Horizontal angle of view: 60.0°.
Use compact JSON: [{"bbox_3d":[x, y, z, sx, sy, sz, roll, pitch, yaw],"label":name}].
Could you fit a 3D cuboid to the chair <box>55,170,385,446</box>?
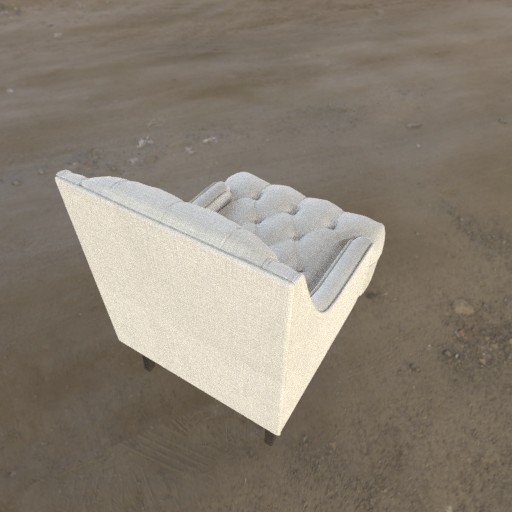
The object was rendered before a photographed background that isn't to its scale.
[{"bbox_3d":[0.000,0.000,1.441,0.658,0.891,0.772,24,51,21],"label":"chair"}]
